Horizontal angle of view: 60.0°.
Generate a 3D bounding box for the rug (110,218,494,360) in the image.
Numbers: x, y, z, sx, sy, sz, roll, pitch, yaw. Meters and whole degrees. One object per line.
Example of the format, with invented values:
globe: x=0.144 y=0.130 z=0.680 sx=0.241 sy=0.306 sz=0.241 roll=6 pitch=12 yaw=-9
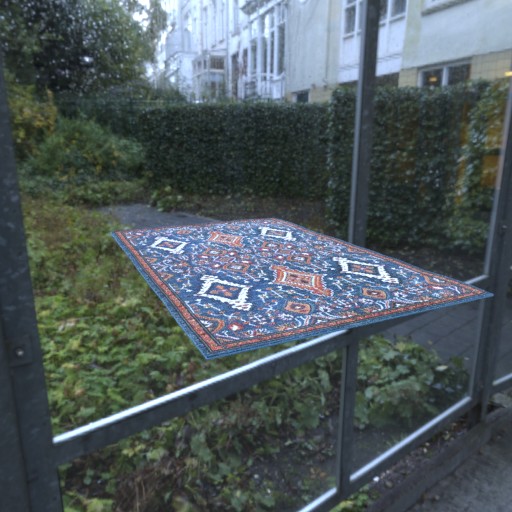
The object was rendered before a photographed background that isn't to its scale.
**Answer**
rug: x=0.000 y=0.000 z=2.280 sx=1.195 sy=0.014 sz=1.847 roll=-7 pitch=17 yaw=-25
